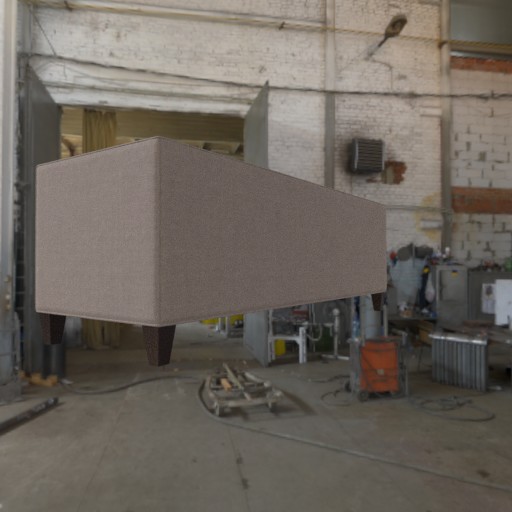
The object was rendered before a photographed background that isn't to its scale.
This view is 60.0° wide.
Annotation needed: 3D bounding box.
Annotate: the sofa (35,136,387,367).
[{"bbox_3d":[0.000,0.000,2.532,0.775,0.762,2.159,-1,-1,36],"label":"sofa"}]
